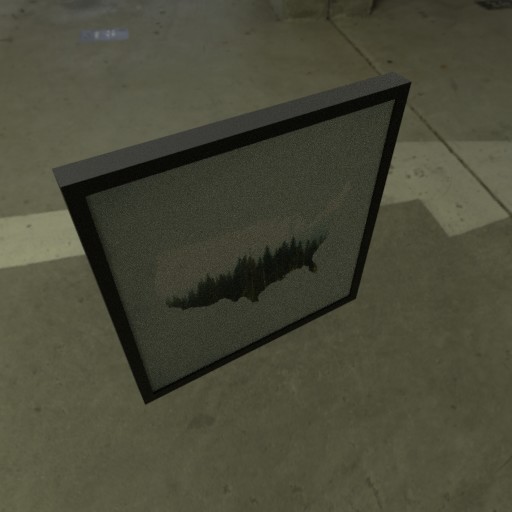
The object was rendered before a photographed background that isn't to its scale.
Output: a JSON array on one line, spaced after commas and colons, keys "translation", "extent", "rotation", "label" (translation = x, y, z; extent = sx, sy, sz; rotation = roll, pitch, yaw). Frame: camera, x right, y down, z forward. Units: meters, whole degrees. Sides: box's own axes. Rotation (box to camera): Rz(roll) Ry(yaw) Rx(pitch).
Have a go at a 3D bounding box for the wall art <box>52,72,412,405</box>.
[{"translation": [0.000, 0.000, 0.758], "extent": [0.509, 0.509, 0.040], "rotation": [-23, 50, -21], "label": "wall art"}]
